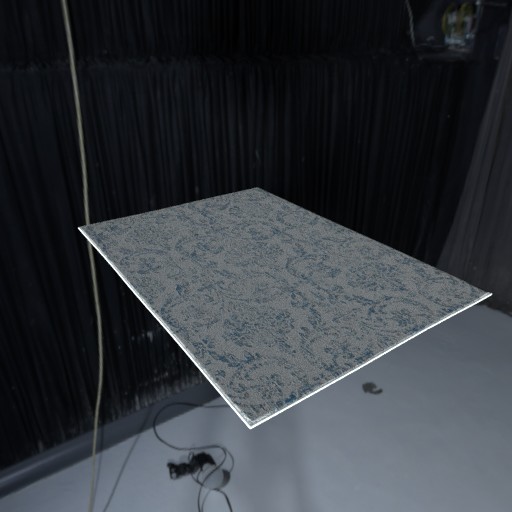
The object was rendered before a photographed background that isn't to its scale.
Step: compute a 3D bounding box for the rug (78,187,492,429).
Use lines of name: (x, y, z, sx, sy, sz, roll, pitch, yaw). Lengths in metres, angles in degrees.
rug: (0.000, 0.000, 2.792, 1.586, 0.014, 2.197, -18, 32, -31)
